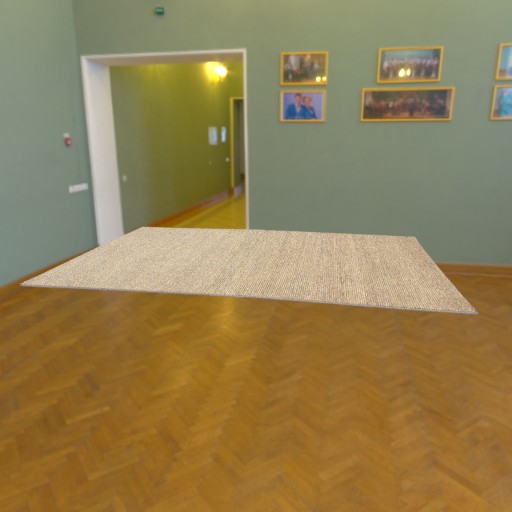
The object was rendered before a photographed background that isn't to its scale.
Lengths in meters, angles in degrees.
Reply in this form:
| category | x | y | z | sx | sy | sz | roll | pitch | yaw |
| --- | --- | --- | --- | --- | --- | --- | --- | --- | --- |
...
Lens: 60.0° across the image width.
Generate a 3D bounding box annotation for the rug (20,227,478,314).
| category | x | y | z | sx | sy | sz | roll | pitch | yaw |
| --- | --- | --- | --- | --- | --- | --- | --- | --- | --- |
| rug | 0.000 | 0.000 | 2.982 | 2.342 | 0.030 | 1.609 | 3 | 15 | 10 |
